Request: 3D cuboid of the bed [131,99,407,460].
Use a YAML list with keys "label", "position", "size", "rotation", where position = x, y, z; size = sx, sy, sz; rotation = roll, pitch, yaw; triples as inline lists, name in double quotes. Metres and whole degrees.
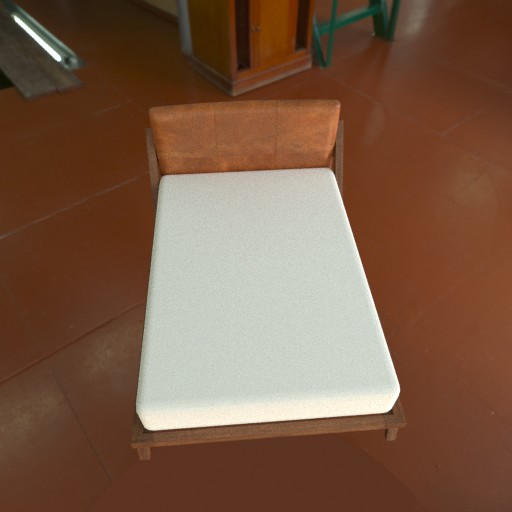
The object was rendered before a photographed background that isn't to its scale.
- label: "bed"
  position: [0.000, 0.000, 3.182]
  size: [1.651, 1.168, 2.311]
  rotation: [-3, 48, -3]
